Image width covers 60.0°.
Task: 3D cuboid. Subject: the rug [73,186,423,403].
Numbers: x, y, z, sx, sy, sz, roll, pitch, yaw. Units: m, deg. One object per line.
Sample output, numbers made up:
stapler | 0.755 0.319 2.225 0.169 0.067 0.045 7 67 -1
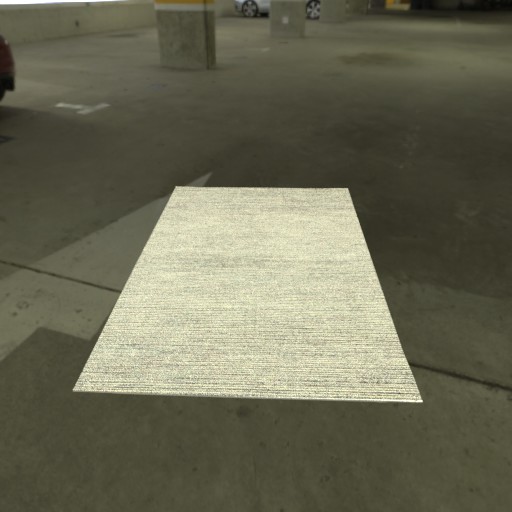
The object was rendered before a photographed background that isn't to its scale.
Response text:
rug | 0.000 0.000 2.217 1.159 0.021 1.789 1 31 2
